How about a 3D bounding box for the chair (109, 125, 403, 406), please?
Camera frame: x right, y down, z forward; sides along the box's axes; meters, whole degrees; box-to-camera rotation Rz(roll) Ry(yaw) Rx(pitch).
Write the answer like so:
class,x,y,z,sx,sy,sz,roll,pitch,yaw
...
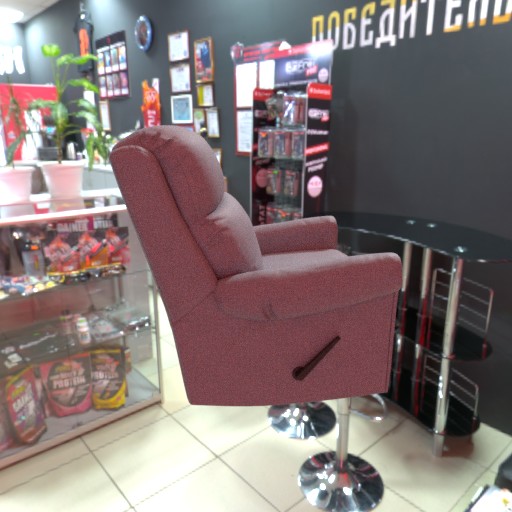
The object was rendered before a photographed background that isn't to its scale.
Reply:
class,x,y,z,sx,sy,sz,roll,pitch,yaw
chair,0.000,0.000,1.867,1.014,1.054,0.838,-2,16,-8
